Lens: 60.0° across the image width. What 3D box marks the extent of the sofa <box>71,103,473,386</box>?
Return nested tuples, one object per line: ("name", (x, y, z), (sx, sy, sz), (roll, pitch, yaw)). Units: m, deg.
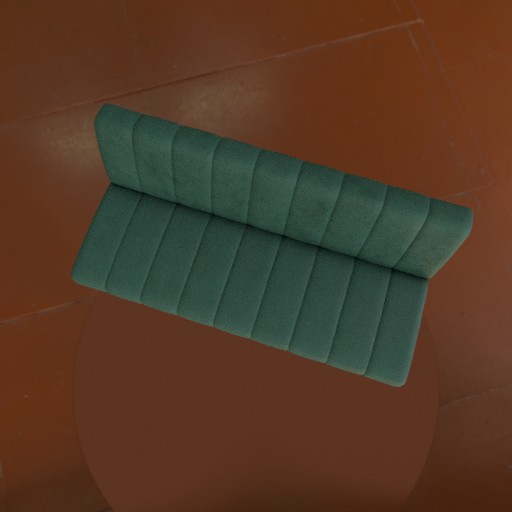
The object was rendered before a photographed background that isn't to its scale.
("sofa", (0.000, 0.000, 2.323), (1.810, 0.820, 0.830), (17, 76, 4))
